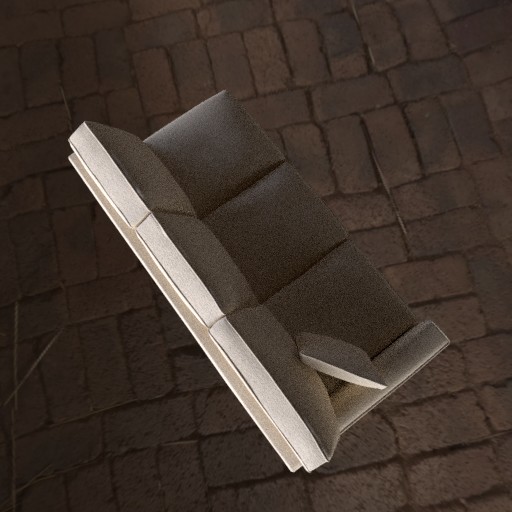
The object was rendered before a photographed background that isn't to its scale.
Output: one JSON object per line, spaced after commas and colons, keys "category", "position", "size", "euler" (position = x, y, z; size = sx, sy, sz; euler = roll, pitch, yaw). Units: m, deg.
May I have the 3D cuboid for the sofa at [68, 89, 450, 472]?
{"category": "sofa", "position": [0.000, 0.000, 2.490], "size": [1.034, 0.946, 1.962], "euler": [-36, 79, -8]}
